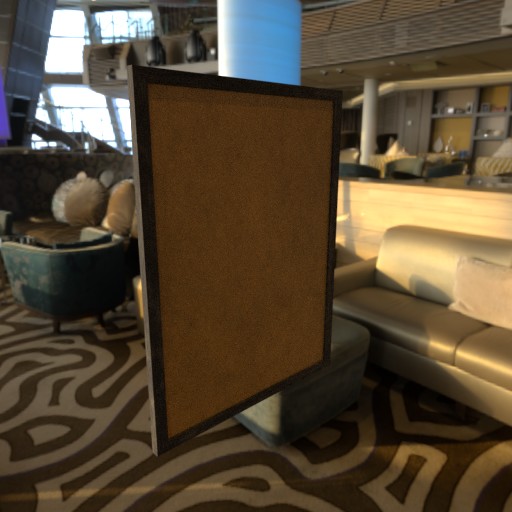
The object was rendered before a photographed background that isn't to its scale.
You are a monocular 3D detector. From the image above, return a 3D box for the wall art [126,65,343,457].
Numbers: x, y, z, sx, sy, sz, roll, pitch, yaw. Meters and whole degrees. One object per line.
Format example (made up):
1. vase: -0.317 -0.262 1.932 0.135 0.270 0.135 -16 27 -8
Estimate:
1. wall art: 0.000 0.000 1.440 0.812 1.066 0.029 -13 20 -41
